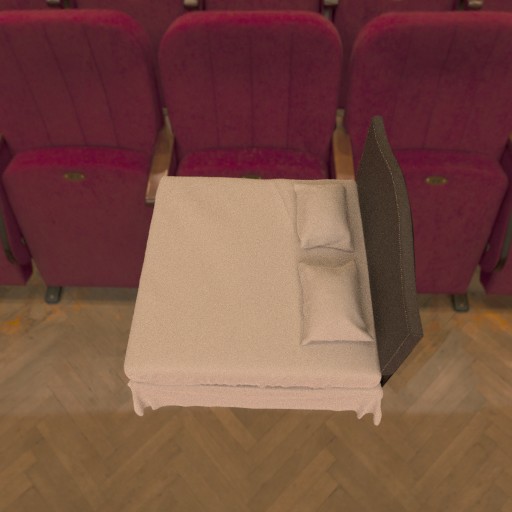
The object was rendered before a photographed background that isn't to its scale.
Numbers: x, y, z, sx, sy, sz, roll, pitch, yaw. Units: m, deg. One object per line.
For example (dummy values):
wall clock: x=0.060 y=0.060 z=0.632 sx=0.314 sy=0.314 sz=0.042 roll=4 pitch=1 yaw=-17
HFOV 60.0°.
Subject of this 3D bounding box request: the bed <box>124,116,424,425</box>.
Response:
bed: x=0.000 y=0.000 z=3.707 sx=2.219 sy=1.651 sz=2.314 roll=1 pitch=57 yaw=1
